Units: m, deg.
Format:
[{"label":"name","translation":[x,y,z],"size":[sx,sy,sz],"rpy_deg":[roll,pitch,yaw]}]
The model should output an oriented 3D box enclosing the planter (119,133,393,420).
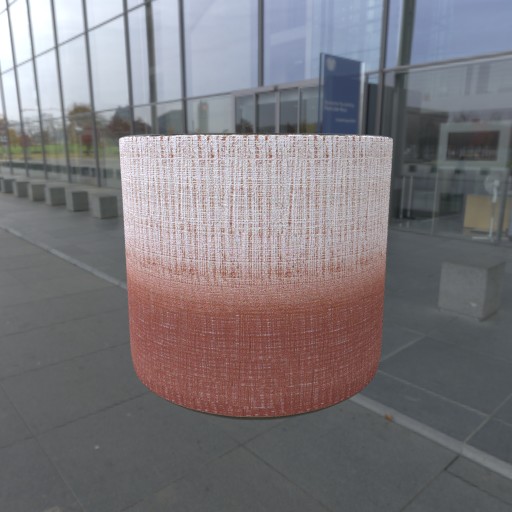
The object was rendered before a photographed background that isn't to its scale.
[{"label":"planter","translation":[0.000,0.000,0.389],"size":[0.221,0.201,0.221],"rpy_deg":[0,13,0]}]
